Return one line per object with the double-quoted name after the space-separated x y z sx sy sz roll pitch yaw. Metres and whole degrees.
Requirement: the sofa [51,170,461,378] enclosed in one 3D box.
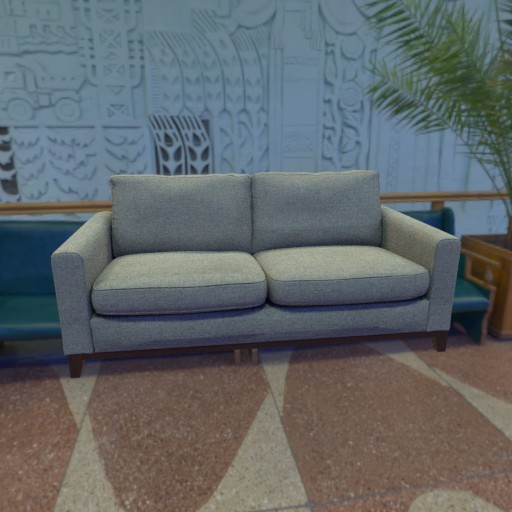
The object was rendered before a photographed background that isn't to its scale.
0.000 0.000 2.549 1.978 0.892 0.969 -2 17 -7 "sofa"
